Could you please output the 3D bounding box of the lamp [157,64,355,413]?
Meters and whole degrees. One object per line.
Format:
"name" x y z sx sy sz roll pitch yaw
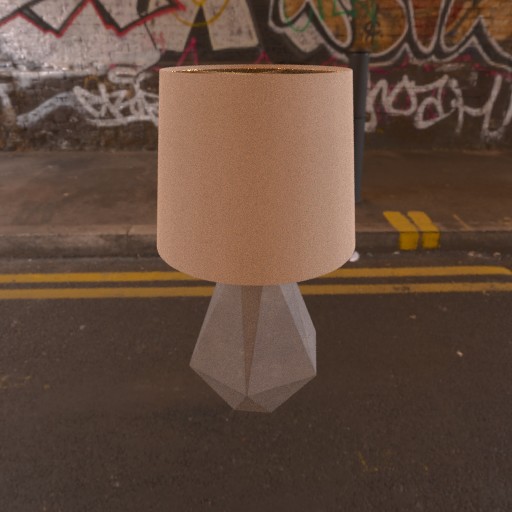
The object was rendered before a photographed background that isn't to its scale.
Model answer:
"lamp" 0.000 0.000 0.642 0.276 0.501 0.276 0 26 0
